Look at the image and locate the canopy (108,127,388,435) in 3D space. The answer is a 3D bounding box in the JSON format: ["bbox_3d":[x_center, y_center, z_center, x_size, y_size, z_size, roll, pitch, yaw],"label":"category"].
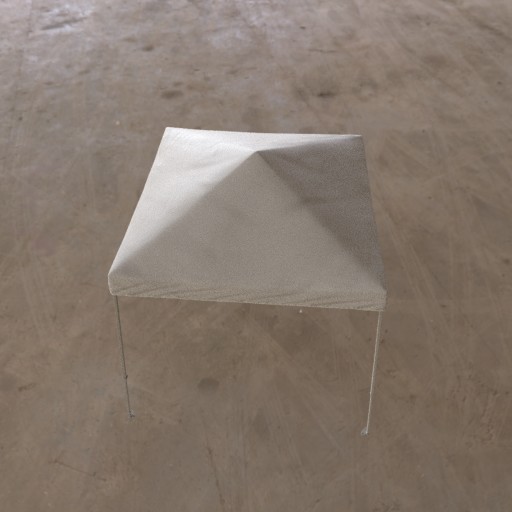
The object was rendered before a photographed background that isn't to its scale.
[{"bbox_3d":[0.000,0.000,5.142,2.849,2.849,2.848,3,47,3],"label":"canopy"}]
